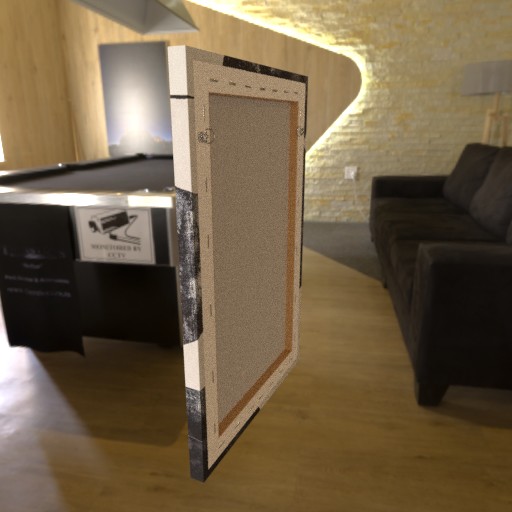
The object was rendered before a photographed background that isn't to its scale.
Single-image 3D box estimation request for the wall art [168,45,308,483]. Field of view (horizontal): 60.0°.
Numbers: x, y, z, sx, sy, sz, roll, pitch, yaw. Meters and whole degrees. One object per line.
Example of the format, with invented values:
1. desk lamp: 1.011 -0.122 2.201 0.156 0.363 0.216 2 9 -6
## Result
1. wall art: 0.000 0.000 1.150 0.041 0.915 0.610 8 19 25
